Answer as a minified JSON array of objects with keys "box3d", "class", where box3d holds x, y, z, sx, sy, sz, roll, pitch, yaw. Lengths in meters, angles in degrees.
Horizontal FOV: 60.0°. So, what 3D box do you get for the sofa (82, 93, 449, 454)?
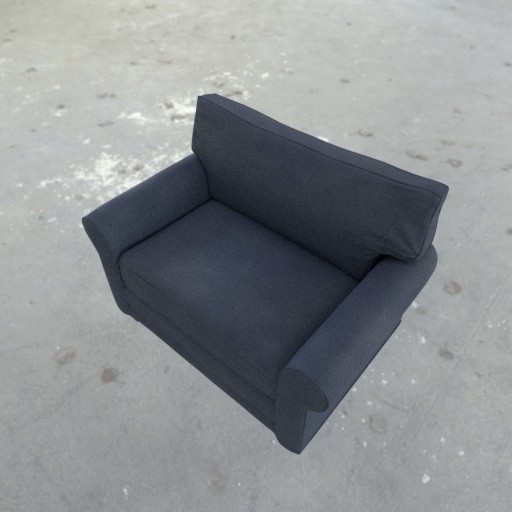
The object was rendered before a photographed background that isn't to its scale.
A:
[{"box3d":[0.000,0.000,2.085,1.405,1.004,0.938,31,53,27],"class":"sofa"}]
